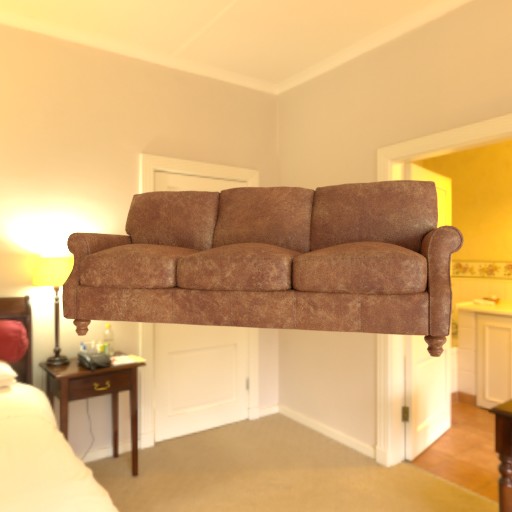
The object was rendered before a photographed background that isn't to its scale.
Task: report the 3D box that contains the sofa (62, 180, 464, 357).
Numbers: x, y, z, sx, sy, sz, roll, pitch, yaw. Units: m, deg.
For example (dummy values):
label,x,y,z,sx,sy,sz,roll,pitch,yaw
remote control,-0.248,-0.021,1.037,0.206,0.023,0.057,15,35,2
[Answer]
label,x,y,z,sx,sy,sz,roll,pitch,yaw
sofa,0.000,0.000,2.834,2.351,0.977,0.973,0,0,16
